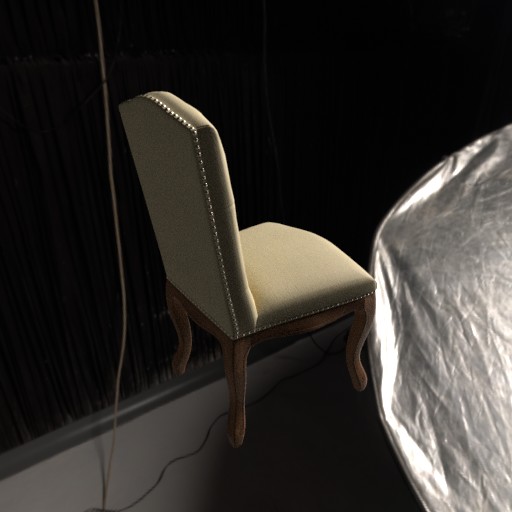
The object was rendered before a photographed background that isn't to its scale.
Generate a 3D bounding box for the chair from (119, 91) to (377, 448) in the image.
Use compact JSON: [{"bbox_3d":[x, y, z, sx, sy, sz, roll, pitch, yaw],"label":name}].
[{"bbox_3d":[0.000,0.000,1.595,0.715,1.165,0.623,-18,33,-31],"label":"chair"}]
